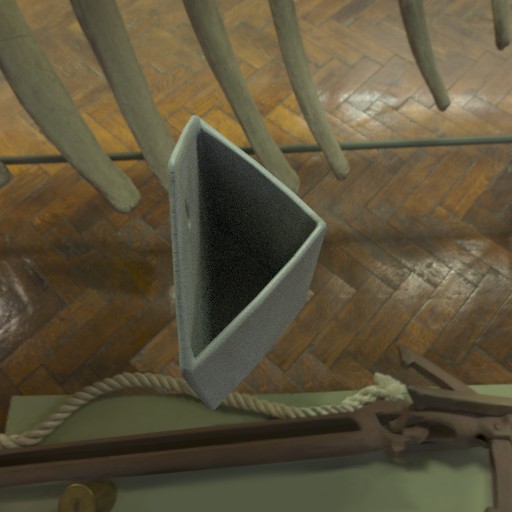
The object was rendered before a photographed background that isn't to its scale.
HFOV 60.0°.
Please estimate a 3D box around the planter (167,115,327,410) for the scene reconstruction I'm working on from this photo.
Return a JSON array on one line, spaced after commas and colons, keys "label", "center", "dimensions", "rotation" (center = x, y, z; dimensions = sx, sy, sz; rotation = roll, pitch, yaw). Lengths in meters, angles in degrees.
[{"label": "planter", "center": [0.000, 0.000, 0.280], "dimensions": [0.080, 0.194, 0.163], "rotation": [-2, 65, -1]}]
